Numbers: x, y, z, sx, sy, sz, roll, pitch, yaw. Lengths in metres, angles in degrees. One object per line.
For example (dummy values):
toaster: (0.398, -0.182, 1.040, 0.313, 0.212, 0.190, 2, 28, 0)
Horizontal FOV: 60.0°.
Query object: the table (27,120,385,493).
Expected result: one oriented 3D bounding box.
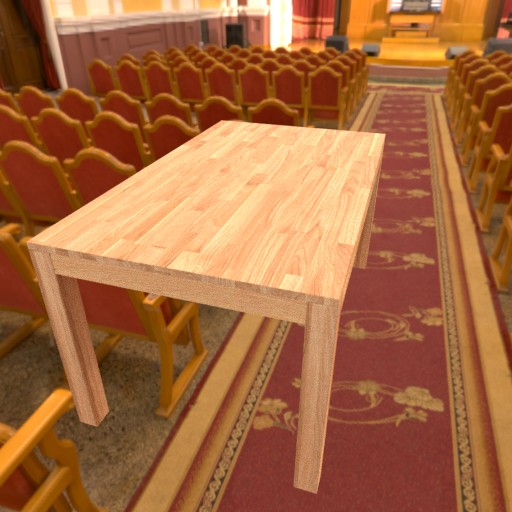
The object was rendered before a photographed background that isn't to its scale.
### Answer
table: (0.000, 0.000, 1.963, 0.900, 0.770, 1.500, 9, 32, 16)
